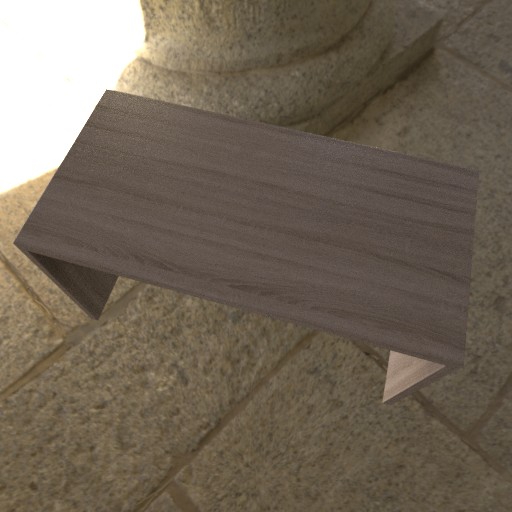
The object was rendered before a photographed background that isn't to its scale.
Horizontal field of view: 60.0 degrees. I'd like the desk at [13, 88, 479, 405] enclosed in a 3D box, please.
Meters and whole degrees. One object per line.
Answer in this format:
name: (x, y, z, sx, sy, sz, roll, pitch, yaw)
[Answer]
desk: (0.000, 0.000, 1.776, 1.380, 0.745, 0.690, 14, 64, 7)
